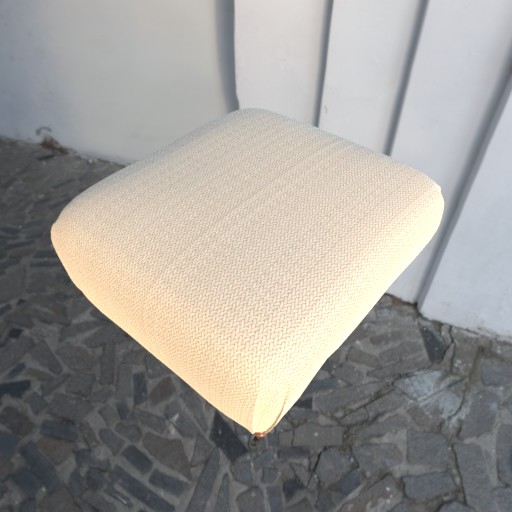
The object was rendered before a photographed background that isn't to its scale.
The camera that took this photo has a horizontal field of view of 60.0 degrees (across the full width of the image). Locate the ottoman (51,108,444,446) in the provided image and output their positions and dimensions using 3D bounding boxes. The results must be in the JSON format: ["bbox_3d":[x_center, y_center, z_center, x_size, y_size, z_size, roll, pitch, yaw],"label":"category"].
[{"bbox_3d":[0.000,0.000,1.053,0.622,0.447,0.684,31,53,27],"label":"ottoman"}]
